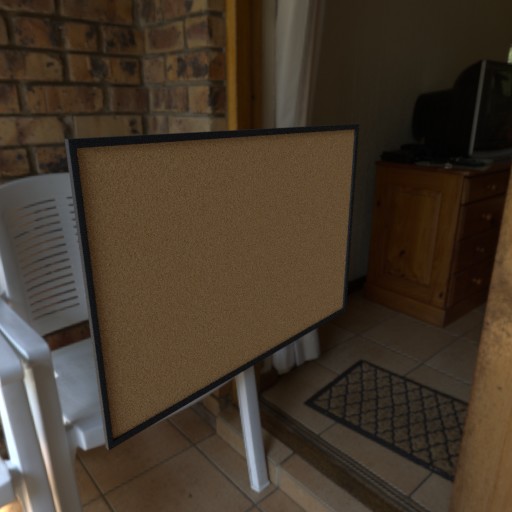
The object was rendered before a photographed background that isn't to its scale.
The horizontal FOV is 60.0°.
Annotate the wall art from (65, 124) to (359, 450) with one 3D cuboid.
[{"bbox_3d":[0.000,0.000,1.208,0.013,0.665,0.963,17,25,40],"label":"wall art"}]
